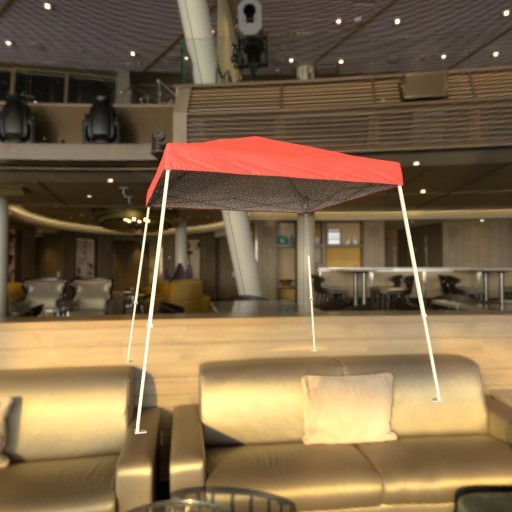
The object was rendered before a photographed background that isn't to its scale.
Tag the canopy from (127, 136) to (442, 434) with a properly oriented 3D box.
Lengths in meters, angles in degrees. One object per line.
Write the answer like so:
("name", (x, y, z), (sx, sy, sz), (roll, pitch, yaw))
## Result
("canopy", (0.000, 0.000, 6.615), (3.599, 3.600, 3.600), (1, -2, -18))
